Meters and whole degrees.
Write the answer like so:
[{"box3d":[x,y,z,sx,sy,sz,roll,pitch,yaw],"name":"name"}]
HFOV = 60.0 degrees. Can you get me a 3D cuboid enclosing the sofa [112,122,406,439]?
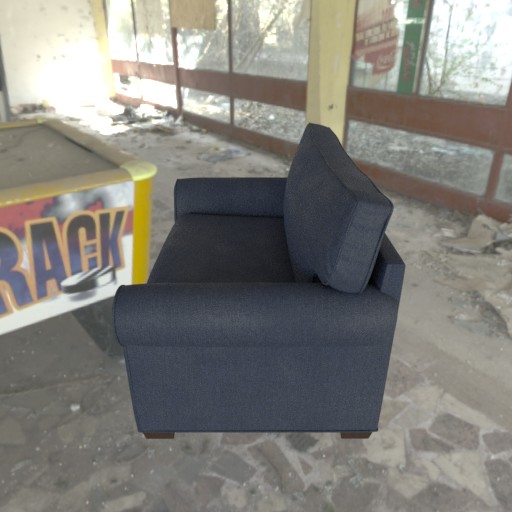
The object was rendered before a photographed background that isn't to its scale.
[{"box3d":[0.000,0.000,2.049,0.938,1.004,1.405,0,27,0],"name":"sofa"}]
